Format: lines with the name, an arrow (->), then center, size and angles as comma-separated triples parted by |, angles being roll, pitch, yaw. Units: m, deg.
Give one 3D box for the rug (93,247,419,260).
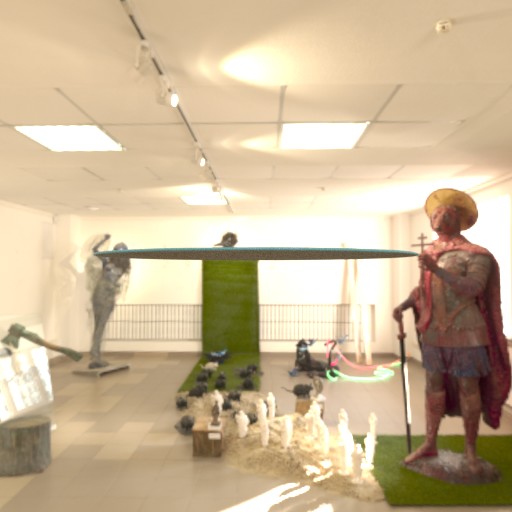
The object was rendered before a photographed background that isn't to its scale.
rug -> 0.000, 0.000, 2.308 | 1.593, 0.012, 1.593 | 0, -2, 0
